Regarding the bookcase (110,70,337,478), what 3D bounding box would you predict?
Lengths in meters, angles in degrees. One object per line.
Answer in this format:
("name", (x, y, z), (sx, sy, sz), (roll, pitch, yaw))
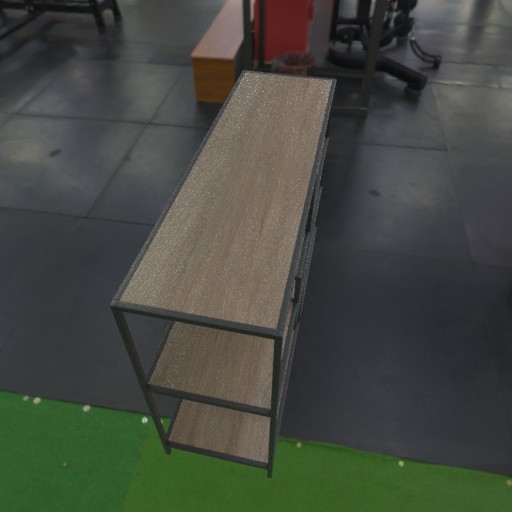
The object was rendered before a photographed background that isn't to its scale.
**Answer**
("bookcase", (0.000, 0.000, 1.525), (0.350, 0.780, 1.140), (9, 46, 9))
